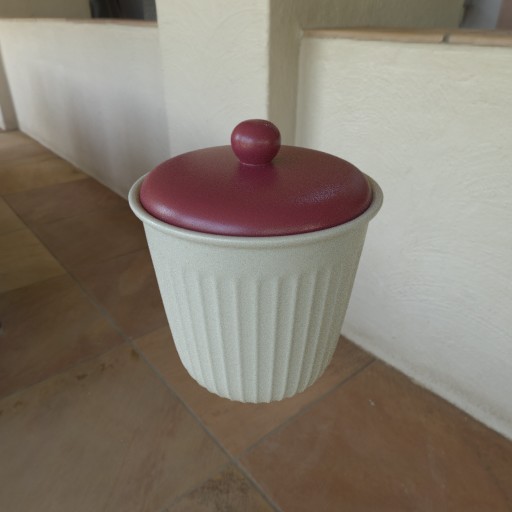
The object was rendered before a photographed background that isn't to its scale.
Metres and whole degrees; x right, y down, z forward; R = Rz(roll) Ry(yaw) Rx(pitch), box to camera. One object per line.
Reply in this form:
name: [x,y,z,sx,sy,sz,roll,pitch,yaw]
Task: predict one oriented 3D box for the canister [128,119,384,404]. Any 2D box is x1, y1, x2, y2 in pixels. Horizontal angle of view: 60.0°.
canister: [0.000,0.000,0.352,0.181,0.211,0.181,0,29,0]
